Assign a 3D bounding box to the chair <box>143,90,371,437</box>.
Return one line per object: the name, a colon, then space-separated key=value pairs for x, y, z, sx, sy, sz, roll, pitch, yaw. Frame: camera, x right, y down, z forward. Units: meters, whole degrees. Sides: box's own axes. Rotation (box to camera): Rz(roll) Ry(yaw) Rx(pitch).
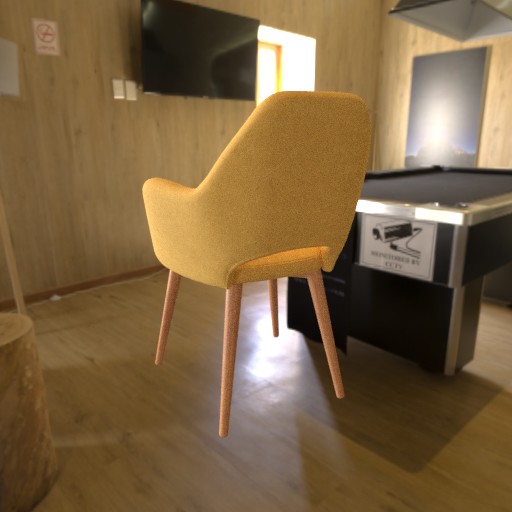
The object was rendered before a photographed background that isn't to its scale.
chair: x=0.000 y=0.000 z=1.260 sx=0.590 sy=0.840 sz=0.610 roll=-8 pitch=17 yaw=-27
